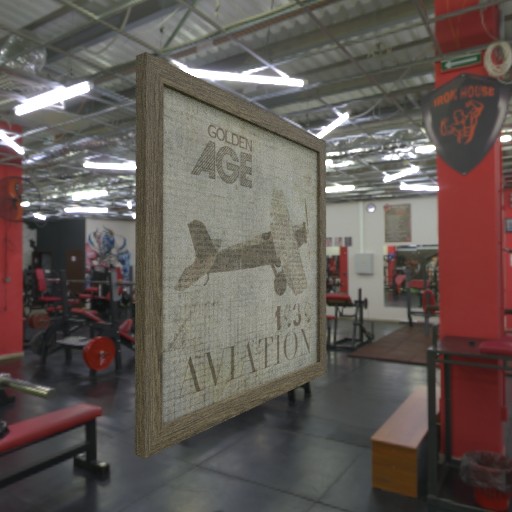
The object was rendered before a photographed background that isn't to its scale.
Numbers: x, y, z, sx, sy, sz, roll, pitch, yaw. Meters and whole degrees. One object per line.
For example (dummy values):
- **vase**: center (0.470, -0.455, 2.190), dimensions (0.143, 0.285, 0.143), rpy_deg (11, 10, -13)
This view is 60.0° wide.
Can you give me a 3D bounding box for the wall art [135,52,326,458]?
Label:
- **wall art**: center (0.000, 0.000, 0.766), dimensions (0.019, 0.508, 0.508), rpy_deg (0, -1, 35)
